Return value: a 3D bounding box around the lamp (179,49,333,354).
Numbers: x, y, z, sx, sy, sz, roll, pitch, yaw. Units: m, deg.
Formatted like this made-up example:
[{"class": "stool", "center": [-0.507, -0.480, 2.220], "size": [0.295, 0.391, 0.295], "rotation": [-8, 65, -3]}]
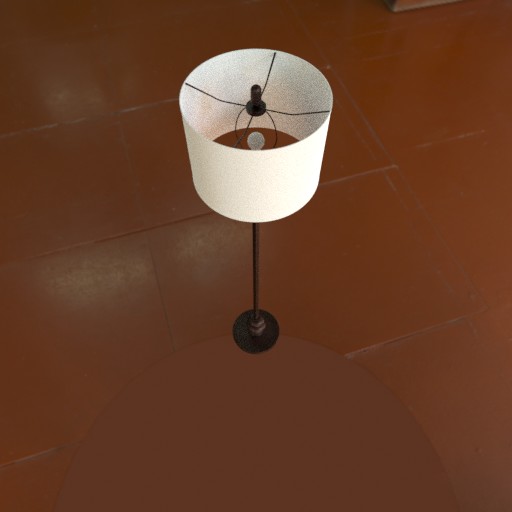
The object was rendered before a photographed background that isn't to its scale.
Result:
[{"class": "lamp", "center": [0.000, 0.000, 1.644], "size": [0.356, 1.487, 0.356], "rotation": [14, 60, 8]}]
